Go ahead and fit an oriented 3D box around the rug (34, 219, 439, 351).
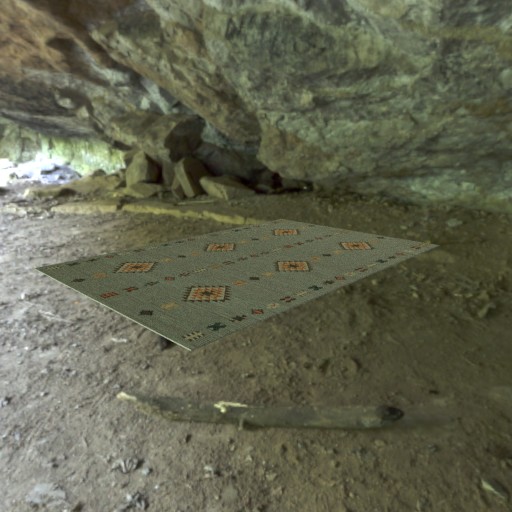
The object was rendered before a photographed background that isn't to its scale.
[{"bbox_3d":[0.000,0.000,2.358,1.217,0.005,1.818,14,21,42],"label":"rug"}]
